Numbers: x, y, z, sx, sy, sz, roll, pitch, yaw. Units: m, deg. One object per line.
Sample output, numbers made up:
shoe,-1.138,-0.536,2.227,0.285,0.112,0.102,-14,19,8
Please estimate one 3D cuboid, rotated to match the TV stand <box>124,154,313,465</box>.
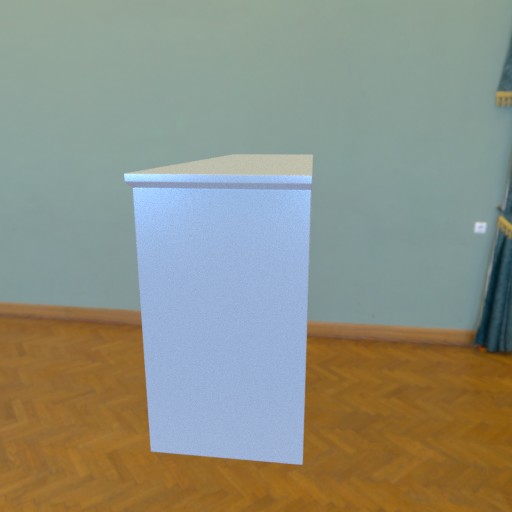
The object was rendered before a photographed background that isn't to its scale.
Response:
TV stand,0.000,0.000,1.428,0.344,0.603,1.167,2,15,7
